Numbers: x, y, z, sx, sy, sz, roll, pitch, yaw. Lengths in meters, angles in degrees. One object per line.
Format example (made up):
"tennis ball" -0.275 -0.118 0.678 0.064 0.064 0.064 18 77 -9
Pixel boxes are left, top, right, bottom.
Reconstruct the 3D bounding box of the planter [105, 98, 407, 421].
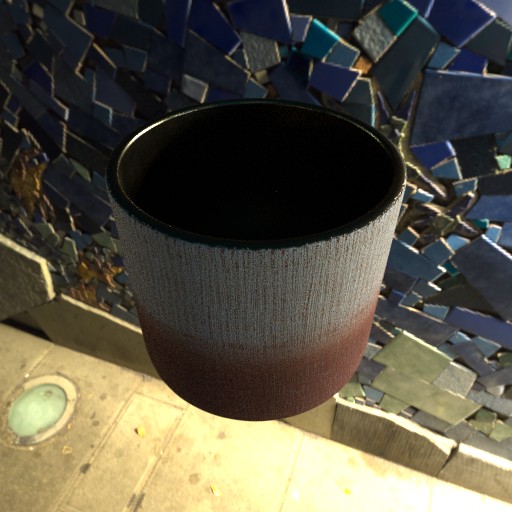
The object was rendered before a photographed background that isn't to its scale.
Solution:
"planter" 0.000 0.000 0.392 0.221 0.201 0.221 0 41 0
